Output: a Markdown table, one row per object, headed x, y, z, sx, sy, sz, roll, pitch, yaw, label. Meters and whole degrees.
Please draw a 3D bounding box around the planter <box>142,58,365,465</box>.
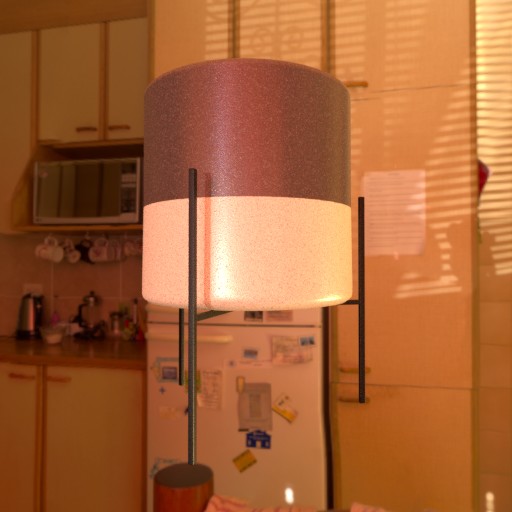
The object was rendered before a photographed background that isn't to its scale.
| x | y | z | sx | sy | sz | roll | pitch | yaw | label |
| --- | --- | --- | --- | --- | --- | --- | --- | --- | --- |
| 0.000 | 0.000 | 0.519 | 0.260 | 0.353 | 0.250 | 0 | -1 | -18 | planter |
